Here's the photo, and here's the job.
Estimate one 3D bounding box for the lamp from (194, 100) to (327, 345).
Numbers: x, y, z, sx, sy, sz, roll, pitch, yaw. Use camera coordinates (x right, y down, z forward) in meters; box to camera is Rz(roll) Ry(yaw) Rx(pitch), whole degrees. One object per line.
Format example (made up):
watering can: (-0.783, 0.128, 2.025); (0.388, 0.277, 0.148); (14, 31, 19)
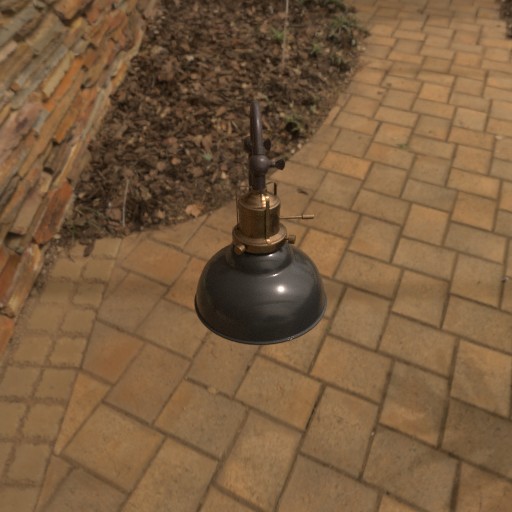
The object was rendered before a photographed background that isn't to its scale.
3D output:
lamp: (0.000, 0.000, 0.696); (0.192, 0.508, 0.374); (-3, 48, -2)
